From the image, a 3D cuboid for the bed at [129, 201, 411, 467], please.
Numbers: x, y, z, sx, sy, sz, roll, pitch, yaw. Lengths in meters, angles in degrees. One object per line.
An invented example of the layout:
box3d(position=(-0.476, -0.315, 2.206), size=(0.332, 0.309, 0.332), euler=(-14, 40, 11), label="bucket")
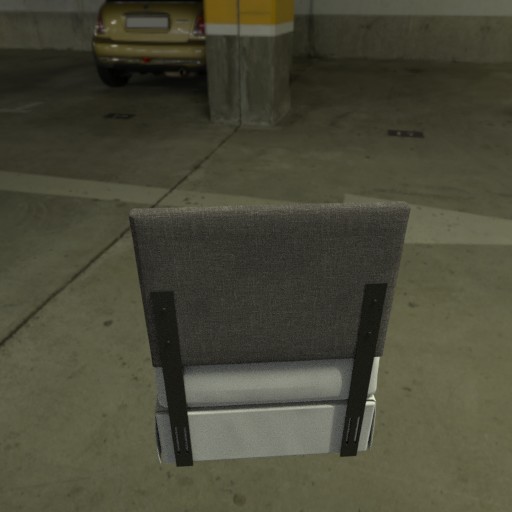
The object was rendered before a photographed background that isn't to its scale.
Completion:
box3d(position=(0.000, 0.000, 2.991), size=(1.261, 1.571, 1.997), euler=(-2, 30, -3), label="bed")
